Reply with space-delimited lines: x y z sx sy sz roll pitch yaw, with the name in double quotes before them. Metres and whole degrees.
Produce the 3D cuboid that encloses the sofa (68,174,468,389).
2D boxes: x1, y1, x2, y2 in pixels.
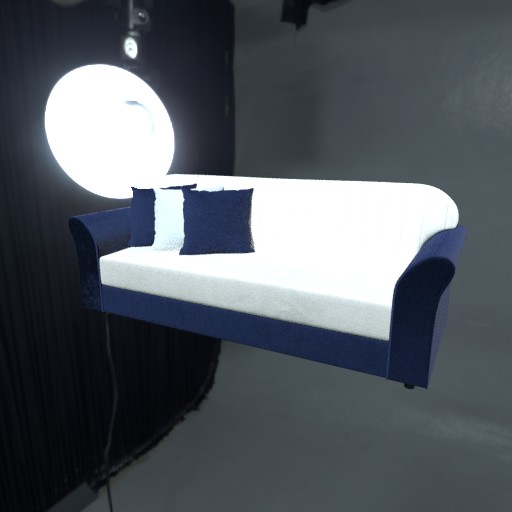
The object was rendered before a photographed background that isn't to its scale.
"sofa" 0.000 0.000 2.394 2.006 0.789 0.749 7 16 27
